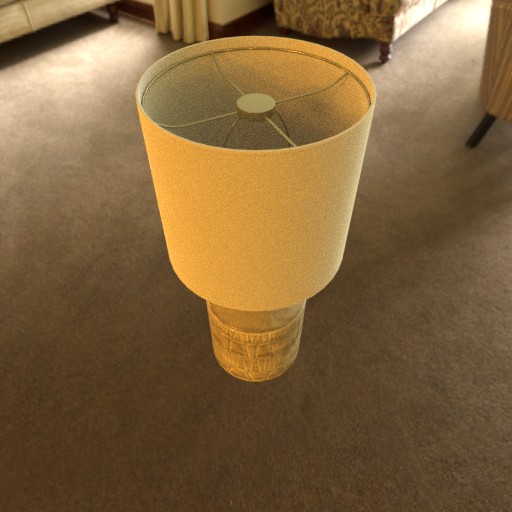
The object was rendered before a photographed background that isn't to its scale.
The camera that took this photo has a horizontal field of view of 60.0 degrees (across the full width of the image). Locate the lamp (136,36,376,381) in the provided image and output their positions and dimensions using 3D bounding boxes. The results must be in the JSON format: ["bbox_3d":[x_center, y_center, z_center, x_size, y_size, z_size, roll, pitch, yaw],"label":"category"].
[{"bbox_3d":[0.000,0.000,0.562,0.211,0.455,0.211,-10,48,-9],"label":"lamp"}]
